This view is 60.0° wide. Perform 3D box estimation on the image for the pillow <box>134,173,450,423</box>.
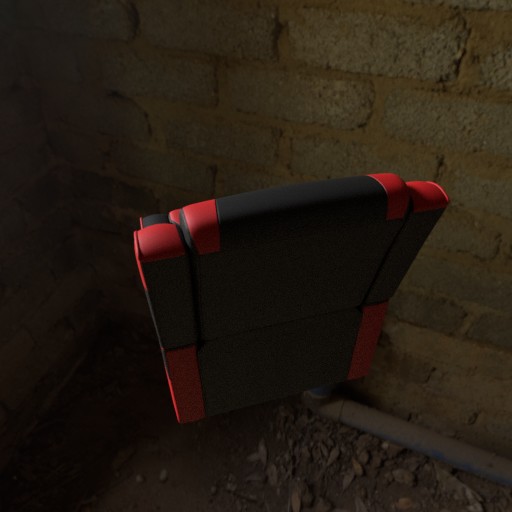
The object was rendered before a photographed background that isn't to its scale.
[{"bbox_3d":[0.000,0.000,1.280,0.620,0.805,0.672,-11,43,-12],"label":"pillow"}]
